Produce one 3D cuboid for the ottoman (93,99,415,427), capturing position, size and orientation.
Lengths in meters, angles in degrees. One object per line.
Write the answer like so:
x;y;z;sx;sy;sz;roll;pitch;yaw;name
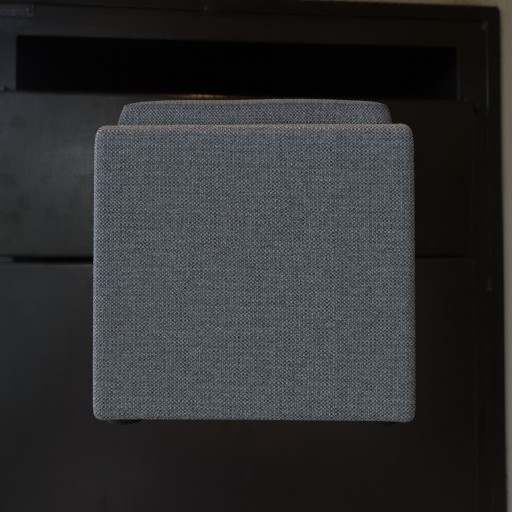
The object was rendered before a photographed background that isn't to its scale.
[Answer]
0.000;0.000;0.834;0.454;0.487;0.436;0;-1;1;ottoman
